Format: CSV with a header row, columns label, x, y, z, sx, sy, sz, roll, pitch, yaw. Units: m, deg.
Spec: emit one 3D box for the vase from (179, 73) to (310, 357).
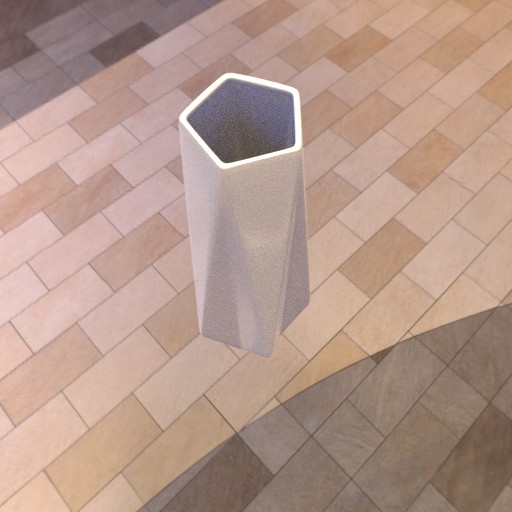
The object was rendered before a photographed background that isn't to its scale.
label,x,y,z,sx,sy,sz,roll,pitch,yaw
vase,0.000,0.000,0.382,0.116,0.329,0.122,0,63,0
